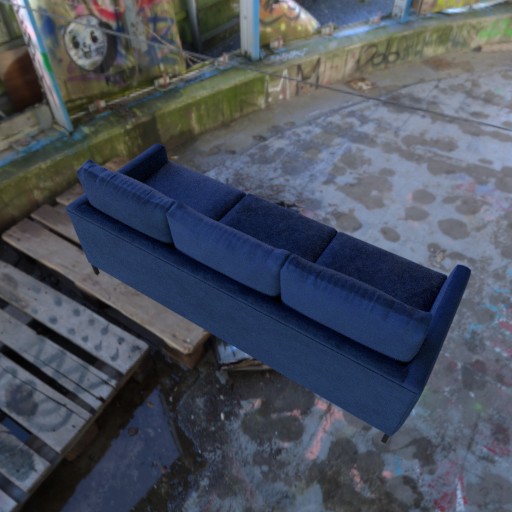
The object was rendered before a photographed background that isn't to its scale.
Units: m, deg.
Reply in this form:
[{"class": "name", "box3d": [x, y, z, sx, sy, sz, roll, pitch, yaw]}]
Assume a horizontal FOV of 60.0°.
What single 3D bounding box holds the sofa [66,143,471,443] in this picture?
[{"class": "sofa", "box3d": [0.000, 0.000, 2.668, 2.252, 0.879, 0.875, 25, 52, 22]}]
